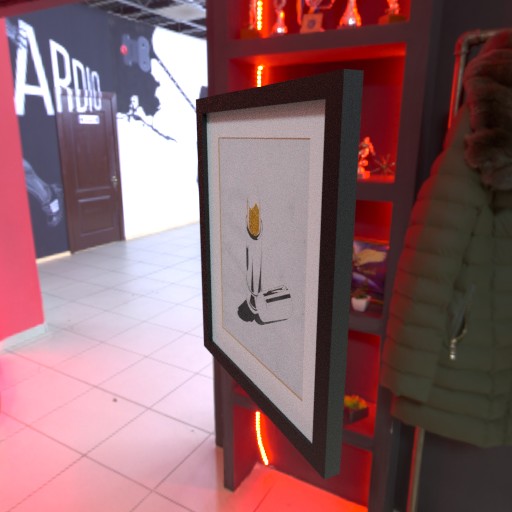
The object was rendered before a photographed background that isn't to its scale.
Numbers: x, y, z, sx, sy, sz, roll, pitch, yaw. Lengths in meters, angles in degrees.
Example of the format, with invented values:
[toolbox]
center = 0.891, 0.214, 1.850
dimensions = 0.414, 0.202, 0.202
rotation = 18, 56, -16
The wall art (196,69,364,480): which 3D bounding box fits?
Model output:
[wall art]
center = 0.000, 0.000, 0.538
dimensions = 0.019, 0.381, 0.330
rotation = -8, 17, -27
